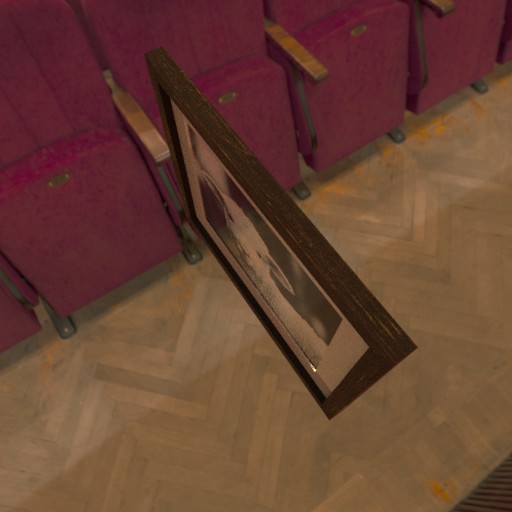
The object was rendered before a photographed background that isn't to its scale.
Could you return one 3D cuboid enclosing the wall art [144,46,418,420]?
[{"bbox_3d":[0.000,0.000,0.765,0.032,0.457,0.558,-31,67,-15],"label":"wall art"}]
